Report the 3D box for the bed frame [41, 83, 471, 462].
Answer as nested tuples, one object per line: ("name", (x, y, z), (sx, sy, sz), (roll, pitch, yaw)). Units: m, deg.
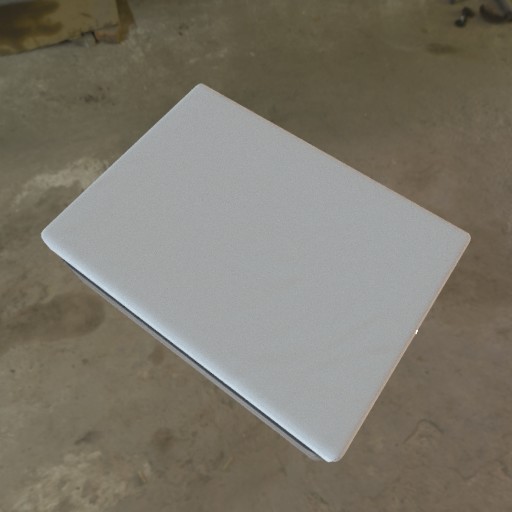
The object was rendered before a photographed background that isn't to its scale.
("bed frame", (0.000, 0.000, 2.608), (1.900, 0.561, 1.400), (34, 69, 15))
